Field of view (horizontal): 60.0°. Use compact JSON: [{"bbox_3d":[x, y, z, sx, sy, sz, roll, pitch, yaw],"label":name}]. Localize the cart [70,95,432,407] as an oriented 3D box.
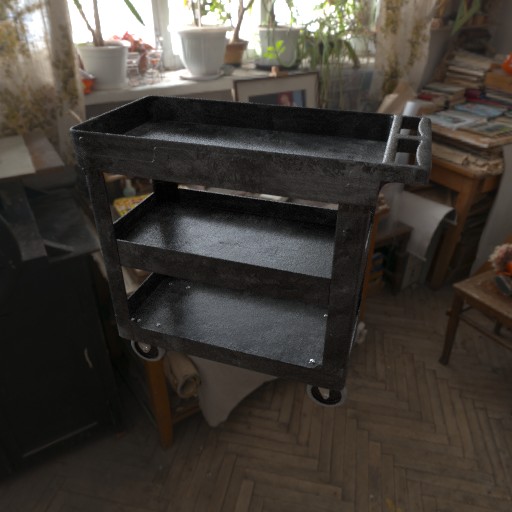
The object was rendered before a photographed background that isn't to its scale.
[{"bbox_3d":[0.000,0.000,1.382,0.877,0.824,0.420,10,33,16],"label":"cart"}]
